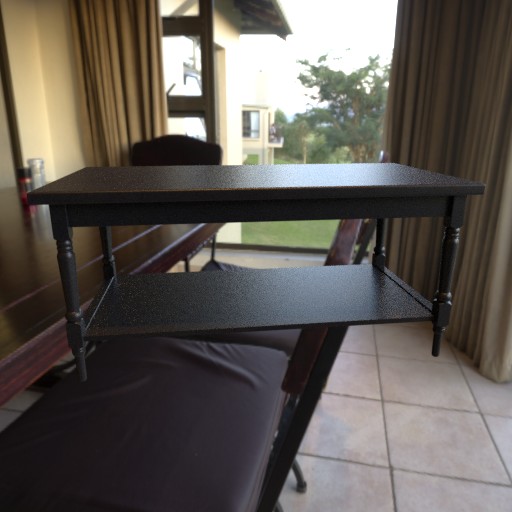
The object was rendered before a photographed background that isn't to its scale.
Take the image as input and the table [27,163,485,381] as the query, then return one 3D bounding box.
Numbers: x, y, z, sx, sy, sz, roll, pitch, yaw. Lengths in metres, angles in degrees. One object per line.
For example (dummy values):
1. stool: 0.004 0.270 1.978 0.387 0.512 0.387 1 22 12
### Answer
1. table: 0.000 0.000 1.393 1.107 0.510 0.550 -2 17 -7
